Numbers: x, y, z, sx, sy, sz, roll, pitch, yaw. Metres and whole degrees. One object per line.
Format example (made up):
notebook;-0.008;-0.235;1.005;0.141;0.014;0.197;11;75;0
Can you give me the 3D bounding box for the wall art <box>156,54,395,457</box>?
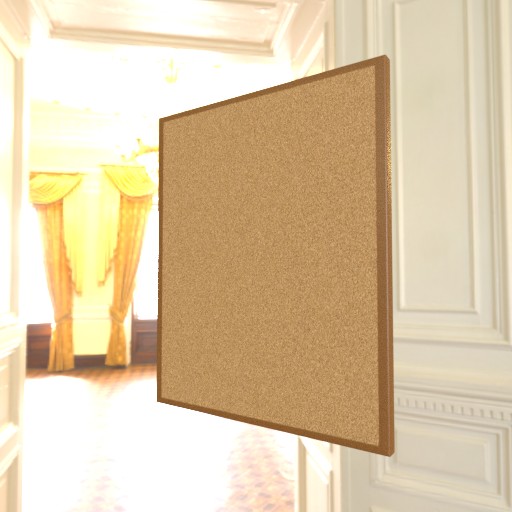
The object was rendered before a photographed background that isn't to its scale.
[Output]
wall art;0.000;0.000;0.509;0.310;0.379;0.015;-2;-3;34
